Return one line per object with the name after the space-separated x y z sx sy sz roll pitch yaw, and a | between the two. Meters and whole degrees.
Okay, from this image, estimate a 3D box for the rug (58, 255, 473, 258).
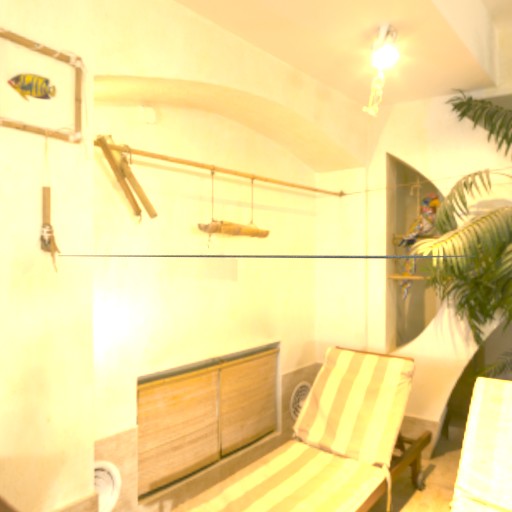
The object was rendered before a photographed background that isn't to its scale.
0.000 0.000 3.036 2.440 0.007 1.525 0 0 38 | rug
